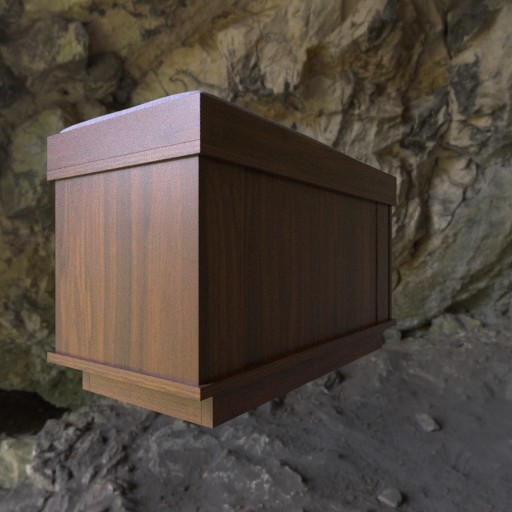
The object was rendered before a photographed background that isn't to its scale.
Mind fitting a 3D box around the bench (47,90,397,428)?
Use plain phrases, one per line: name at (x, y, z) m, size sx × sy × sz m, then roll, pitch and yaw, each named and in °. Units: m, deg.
bench at (0.000, 0.000, 0.947) m, size 0.362 × 0.461 × 0.734 m, roll 0°, pitch 0°, yaw 36°
